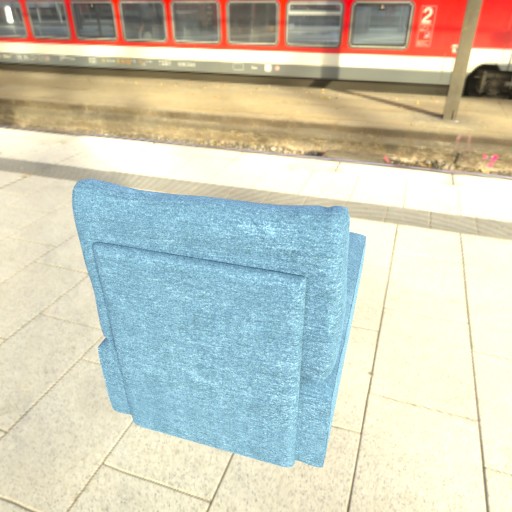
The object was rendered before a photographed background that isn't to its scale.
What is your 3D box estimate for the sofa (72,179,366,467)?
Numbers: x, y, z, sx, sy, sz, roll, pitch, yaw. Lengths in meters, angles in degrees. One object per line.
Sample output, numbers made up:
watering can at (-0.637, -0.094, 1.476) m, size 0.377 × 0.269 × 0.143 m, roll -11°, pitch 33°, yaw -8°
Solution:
sofa at (0.000, 0.000, 1.542) m, size 0.700 × 0.820 × 1.000 m, roll 9°, pitch 32°, yaw 15°
